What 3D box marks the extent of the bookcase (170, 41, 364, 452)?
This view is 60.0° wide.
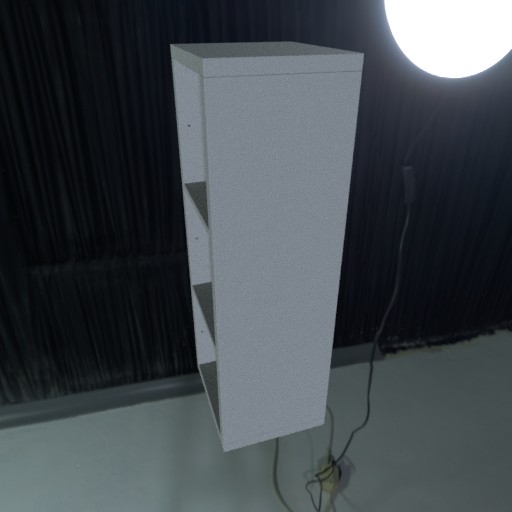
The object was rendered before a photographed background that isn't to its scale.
[{"bbox_3d":[0.000,0.000,1.269,0.330,1.080,0.390,-9,30,-16],"label":"bookcase"}]
